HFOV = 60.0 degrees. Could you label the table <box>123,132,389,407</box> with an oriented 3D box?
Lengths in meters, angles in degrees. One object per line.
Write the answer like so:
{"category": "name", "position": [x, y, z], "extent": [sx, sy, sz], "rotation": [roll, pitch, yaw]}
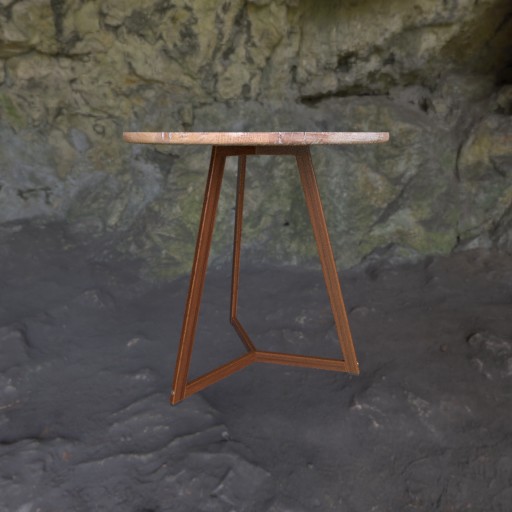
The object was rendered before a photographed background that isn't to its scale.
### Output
{"category": "table", "position": [0.000, 0.000, 0.931], "extent": [0.500, 0.500, 0.500], "rotation": [0, 16, 0]}
